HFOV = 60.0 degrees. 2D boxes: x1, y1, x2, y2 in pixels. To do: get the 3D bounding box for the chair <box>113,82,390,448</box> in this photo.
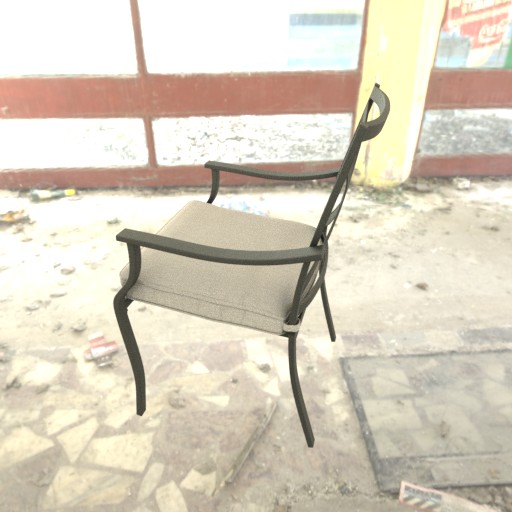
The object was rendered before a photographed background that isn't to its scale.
[{"bbox_3d":[0.000,0.000,1.269,0.620,0.889,0.575,8,31,14],"label":"chair"}]
